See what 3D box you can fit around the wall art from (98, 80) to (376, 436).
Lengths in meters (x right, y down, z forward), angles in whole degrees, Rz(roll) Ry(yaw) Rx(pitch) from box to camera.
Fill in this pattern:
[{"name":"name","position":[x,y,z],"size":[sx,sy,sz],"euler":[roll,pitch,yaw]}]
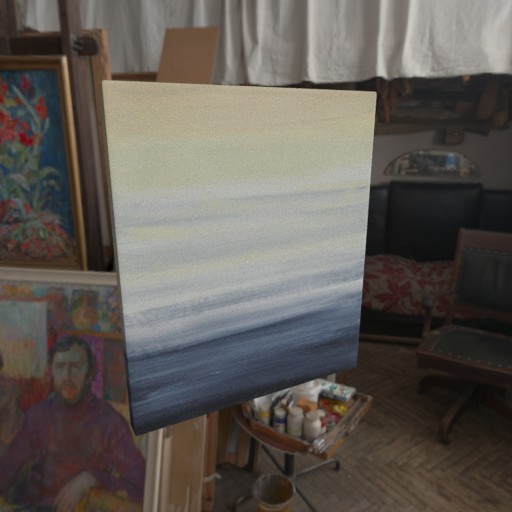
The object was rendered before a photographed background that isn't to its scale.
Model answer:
[{"name":"wall art","position":[0.000,0.000,0.996],"size":[0.608,0.710,0.041],"euler":[-9,19,-27]}]
